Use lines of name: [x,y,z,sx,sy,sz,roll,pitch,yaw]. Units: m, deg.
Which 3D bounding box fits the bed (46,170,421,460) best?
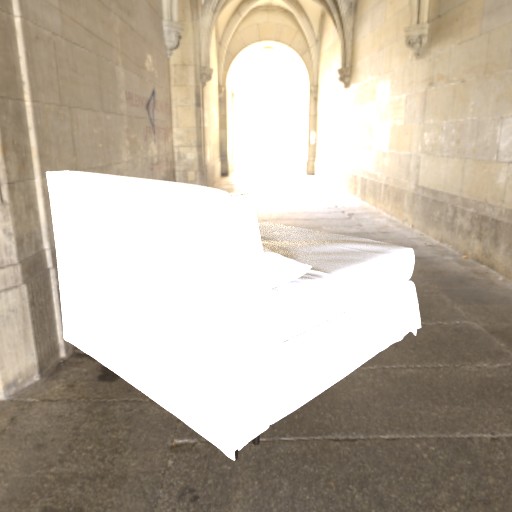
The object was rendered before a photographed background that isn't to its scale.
bed: [0.000,0.000,3.383,1.925,1.332,2.276,14,21,42]
